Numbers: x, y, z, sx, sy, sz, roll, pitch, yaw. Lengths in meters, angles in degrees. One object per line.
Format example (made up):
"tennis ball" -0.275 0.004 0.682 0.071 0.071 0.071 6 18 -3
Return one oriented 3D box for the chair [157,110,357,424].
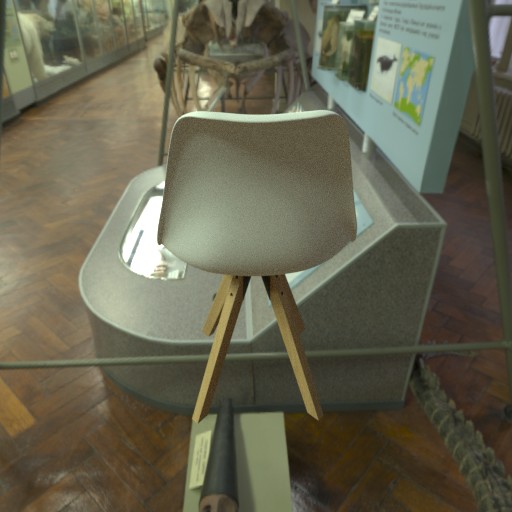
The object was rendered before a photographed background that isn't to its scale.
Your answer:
"chair" 0.000 0.000 1.170 0.485 0.849 0.550 -1 30 -2
